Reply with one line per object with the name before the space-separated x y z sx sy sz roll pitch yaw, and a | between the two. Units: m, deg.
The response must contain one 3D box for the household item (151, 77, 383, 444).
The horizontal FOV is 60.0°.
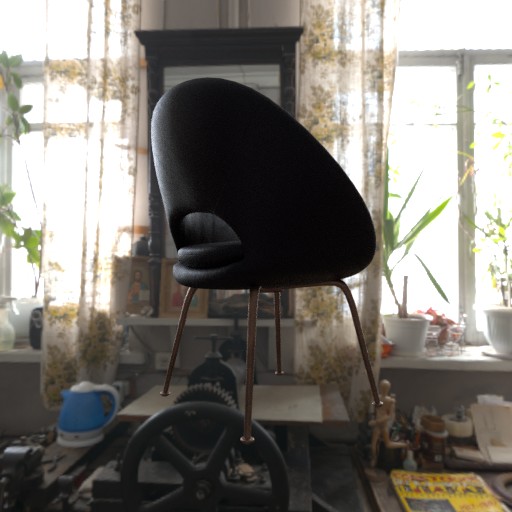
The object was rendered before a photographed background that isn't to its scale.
household item | 0.000 0.000 1.283 0.573 0.852 0.623 1 -2 -35
